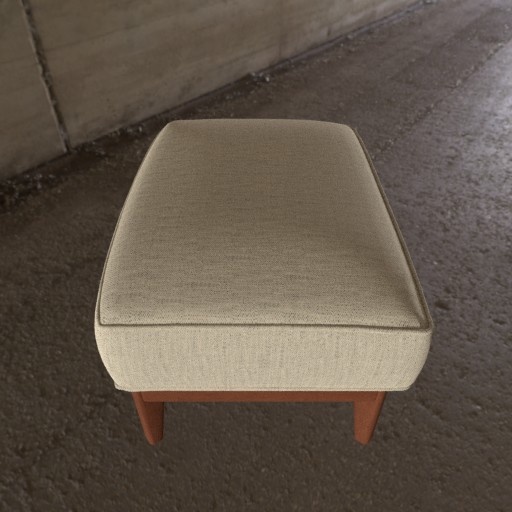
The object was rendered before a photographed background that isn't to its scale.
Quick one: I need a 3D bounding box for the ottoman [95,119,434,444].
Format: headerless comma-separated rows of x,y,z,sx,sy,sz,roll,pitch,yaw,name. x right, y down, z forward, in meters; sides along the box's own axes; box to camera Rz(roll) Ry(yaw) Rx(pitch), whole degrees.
0.000,0.000,1.102,0.594,0.465,0.794,0,40,0,ottoman
